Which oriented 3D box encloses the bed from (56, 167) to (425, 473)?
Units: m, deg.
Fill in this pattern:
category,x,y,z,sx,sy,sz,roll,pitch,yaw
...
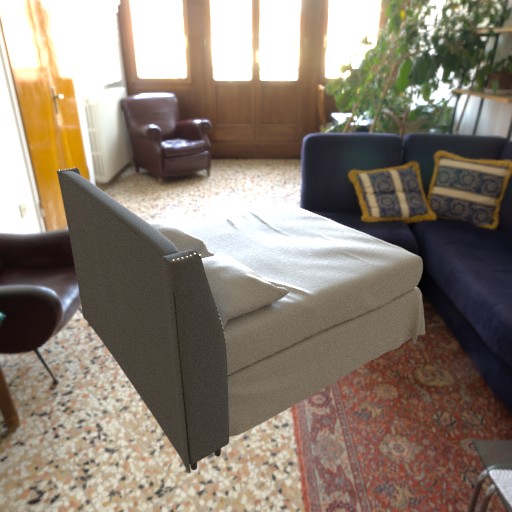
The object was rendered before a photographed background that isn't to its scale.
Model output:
category,x,y,z,sx,sy,sz,roll,pitch,yaw
bed,0.000,0.000,3.420,2.276,1.332,1.925,-17,30,-32
